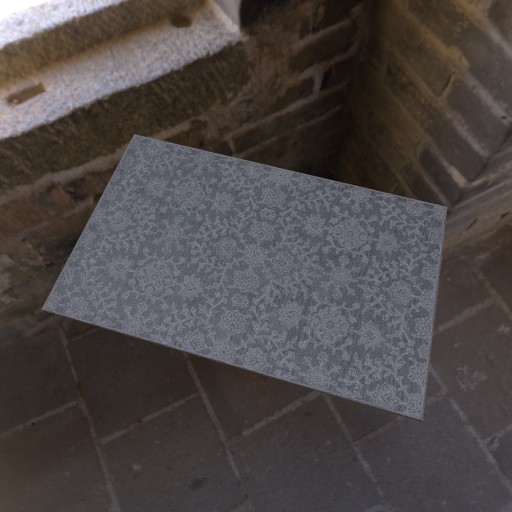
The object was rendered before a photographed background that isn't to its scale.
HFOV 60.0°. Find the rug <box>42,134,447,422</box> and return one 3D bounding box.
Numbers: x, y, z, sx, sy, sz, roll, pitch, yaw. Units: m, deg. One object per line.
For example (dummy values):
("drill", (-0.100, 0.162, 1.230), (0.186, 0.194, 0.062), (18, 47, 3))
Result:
("rug", (0.000, 0.000, 3.017), (2.430, 0.010, 1.515), (15, 65, 7))
